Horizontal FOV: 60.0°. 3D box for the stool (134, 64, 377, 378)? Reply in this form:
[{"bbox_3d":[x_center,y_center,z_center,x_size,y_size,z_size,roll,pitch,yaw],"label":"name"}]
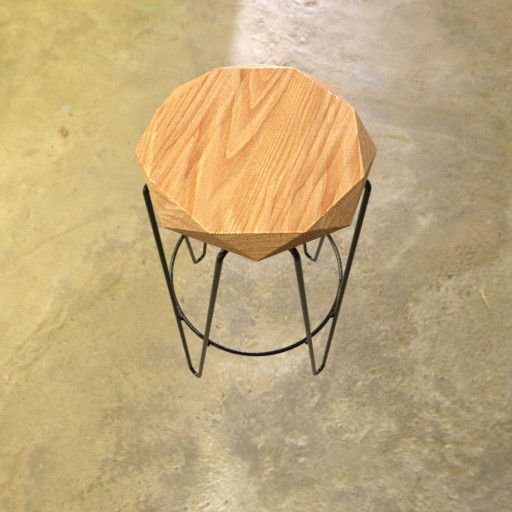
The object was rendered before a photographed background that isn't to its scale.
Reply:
[{"bbox_3d":[0.000,0.000,0.778,0.326,0.610,0.326,-1,64,0],"label":"stool"}]
